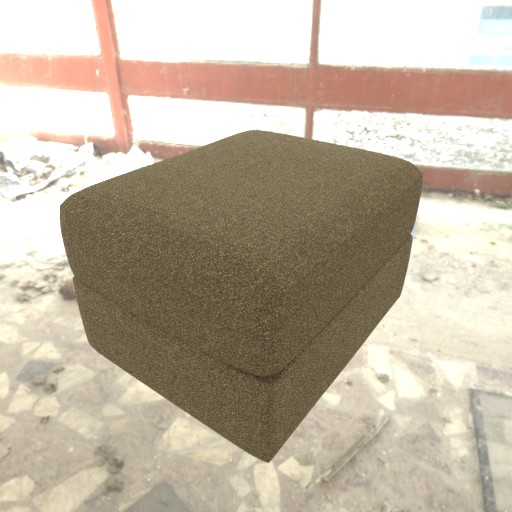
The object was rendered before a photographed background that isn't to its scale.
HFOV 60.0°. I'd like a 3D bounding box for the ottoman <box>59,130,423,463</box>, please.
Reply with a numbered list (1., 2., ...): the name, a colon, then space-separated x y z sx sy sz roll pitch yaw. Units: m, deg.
1. ottoman: 0.000 0.000 1.149 0.598 0.476 0.742 21 37 31
